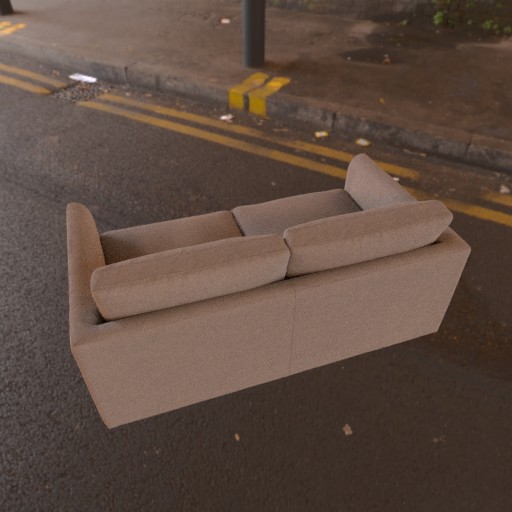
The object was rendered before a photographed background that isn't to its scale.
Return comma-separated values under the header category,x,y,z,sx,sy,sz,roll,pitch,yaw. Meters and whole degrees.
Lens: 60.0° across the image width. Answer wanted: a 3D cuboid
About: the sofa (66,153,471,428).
category,x,y,z,sx,sy,sz,roll,pitch,yaw
sofa,0.000,0.000,2.482,1.905,0.839,1.091,-12,42,-14
